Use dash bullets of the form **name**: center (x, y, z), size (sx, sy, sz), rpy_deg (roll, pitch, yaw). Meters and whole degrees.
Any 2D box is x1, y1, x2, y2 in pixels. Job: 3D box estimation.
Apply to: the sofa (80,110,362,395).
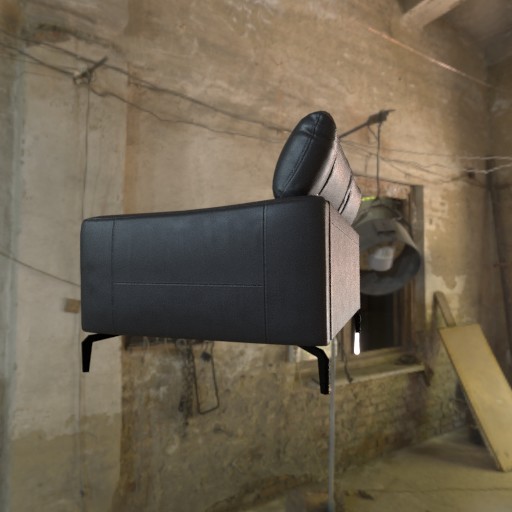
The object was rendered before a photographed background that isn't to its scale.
- **sofa**: center (0.000, 0.000, 2.217), size (0.958, 0.920, 1.596), rpy_deg (-1, -2, 17)
